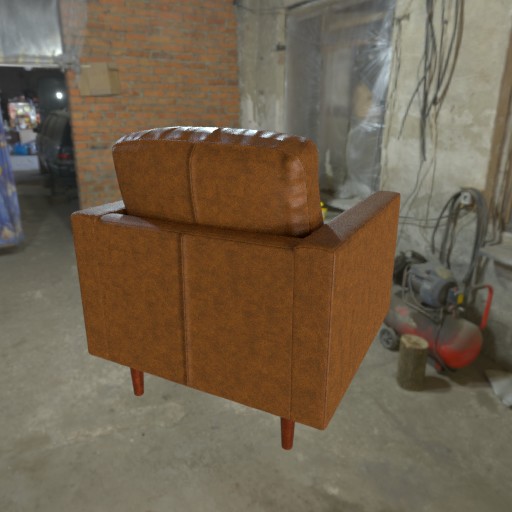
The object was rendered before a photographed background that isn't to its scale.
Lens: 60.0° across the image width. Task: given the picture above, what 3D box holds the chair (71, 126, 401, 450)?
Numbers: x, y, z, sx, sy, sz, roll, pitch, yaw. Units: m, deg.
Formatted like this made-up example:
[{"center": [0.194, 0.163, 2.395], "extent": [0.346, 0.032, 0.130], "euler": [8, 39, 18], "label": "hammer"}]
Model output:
[{"center": [0.000, 0.000, 1.683], "extent": [0.890, 0.956, 0.909], "euler": [9, 20, 26], "label": "chair"}]
